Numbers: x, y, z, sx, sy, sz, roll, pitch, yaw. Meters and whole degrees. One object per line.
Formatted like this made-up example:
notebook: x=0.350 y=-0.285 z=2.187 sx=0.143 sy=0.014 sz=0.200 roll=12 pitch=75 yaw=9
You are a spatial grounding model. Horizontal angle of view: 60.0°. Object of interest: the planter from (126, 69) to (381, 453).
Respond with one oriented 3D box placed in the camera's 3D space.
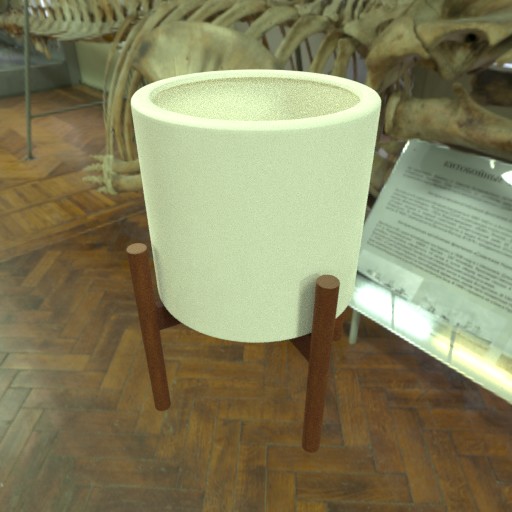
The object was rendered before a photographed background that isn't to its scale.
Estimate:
planter: x=0.000 y=0.000 z=0.501 sx=0.224 sy=0.358 sz=0.224 roll=9 pitch=34 yaw=15
